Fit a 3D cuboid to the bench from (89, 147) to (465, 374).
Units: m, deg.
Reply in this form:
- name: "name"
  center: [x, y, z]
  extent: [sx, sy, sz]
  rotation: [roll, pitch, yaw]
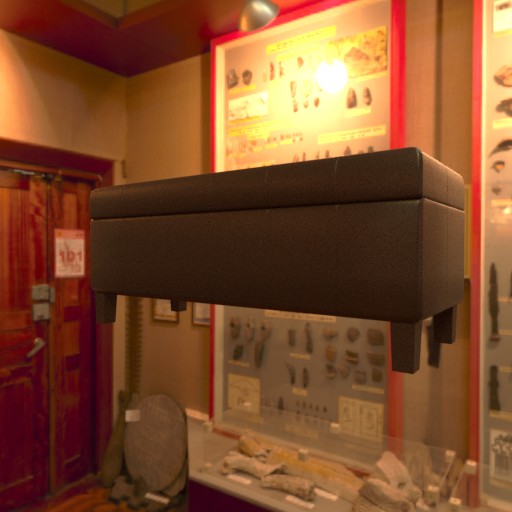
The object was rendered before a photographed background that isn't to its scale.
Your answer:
- name: "bench"
  center: [0.000, 0.000, 1.347]
  extent: [1.092, 0.457, 0.429]
  rotation: [1, 1, 36]
